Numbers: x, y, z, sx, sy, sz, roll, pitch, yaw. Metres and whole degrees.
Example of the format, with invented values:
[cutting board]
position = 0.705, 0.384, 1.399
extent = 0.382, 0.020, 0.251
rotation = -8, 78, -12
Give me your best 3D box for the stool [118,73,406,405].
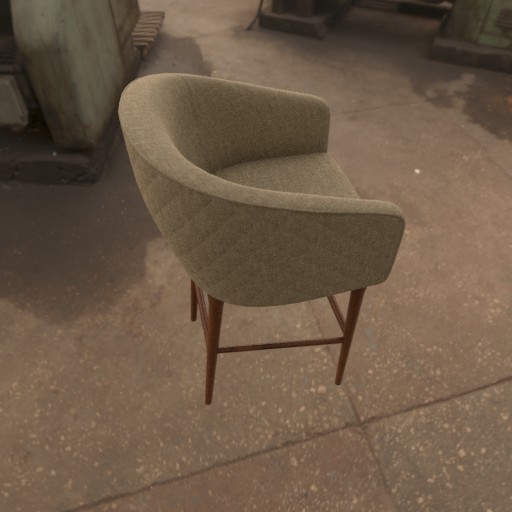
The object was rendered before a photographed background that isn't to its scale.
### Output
[stool]
position = 0.000, 0.000, 1.388
extent = 0.607, 1.078, 0.559
rotation = -10, 48, -9
